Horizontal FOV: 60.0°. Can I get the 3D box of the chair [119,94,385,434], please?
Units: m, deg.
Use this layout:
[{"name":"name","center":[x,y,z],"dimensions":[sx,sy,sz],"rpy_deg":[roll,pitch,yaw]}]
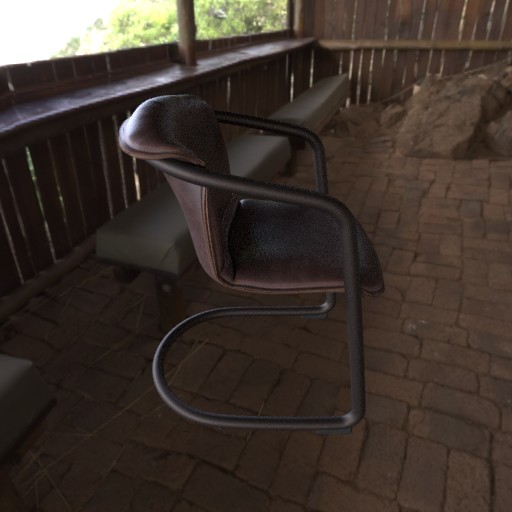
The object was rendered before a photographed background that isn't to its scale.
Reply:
[{"name":"chair","center":[0.000,0.000,1.242],"dimensions":[0.664,0.836,0.536],"rpy_deg":[0,31,0]}]
